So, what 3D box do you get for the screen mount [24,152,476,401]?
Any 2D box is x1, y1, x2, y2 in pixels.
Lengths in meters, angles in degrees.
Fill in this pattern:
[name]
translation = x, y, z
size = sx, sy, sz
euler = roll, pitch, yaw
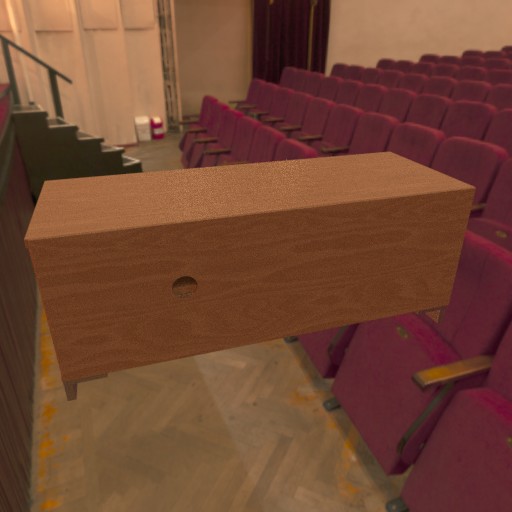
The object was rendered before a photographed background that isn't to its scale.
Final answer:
[screen mount]
translation = 0.000, 0.000, 1.284
size = 1.084, 0.432, 0.406
euler = -8, 28, -16
